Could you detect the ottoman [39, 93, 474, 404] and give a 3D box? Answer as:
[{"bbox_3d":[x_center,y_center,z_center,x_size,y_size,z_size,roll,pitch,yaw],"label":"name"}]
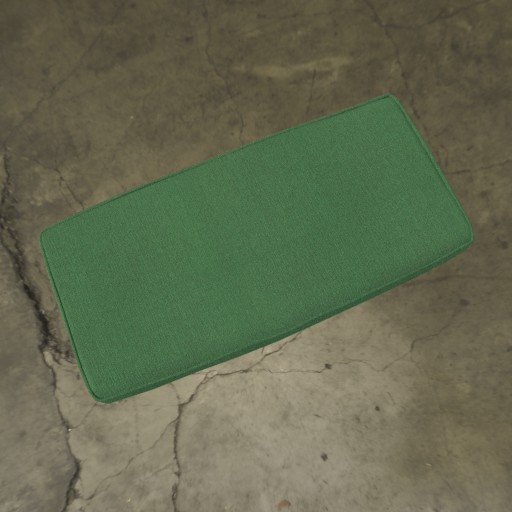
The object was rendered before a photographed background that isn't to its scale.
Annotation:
[{"bbox_3d":[0.000,0.000,1.236,0.957,0.471,0.483,-22,78,-5],"label":"ottoman"}]
